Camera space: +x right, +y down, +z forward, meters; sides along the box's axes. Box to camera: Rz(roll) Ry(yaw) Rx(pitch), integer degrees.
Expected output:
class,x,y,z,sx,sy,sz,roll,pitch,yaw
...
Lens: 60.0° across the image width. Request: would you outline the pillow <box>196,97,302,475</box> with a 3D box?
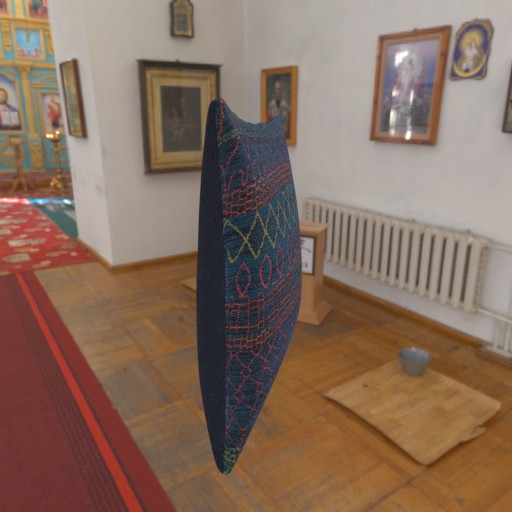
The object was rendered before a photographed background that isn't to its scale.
class,x,y,z,sx,sy,sz,roll,pitch,yaw
pillow,0.000,0.000,0.677,0.141,0.431,0.431,3,16,10
